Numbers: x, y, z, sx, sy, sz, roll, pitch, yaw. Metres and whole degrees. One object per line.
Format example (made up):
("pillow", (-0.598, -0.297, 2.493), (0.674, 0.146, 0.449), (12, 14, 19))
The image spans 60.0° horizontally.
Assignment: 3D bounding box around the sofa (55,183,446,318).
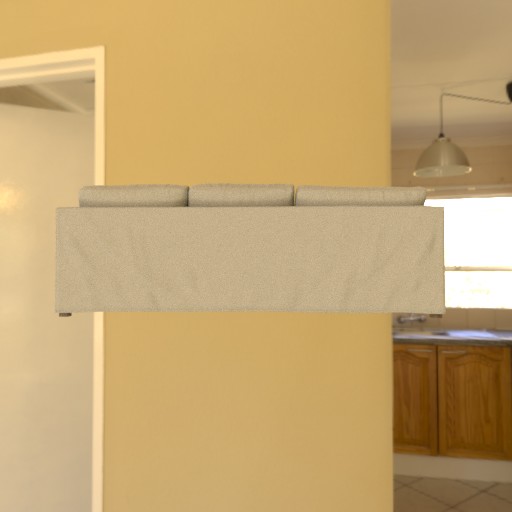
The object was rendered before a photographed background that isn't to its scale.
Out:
("sofa", (0.000, 0.000, 4.300), (2.432, 0.871, 3.182), (0, -2, 2))
